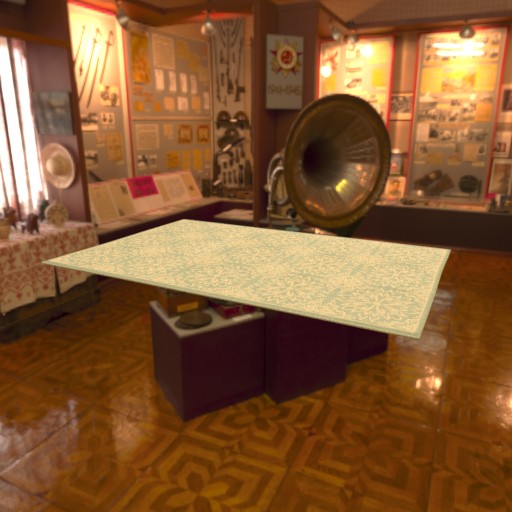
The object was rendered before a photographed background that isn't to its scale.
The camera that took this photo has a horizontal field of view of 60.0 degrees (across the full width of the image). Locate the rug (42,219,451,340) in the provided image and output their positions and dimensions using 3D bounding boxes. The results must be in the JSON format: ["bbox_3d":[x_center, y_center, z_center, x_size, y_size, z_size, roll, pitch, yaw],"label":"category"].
[{"bbox_3d":[0.000,0.000,3.549,2.746,0.018,1.819,8,18,26],"label":"rug"}]
